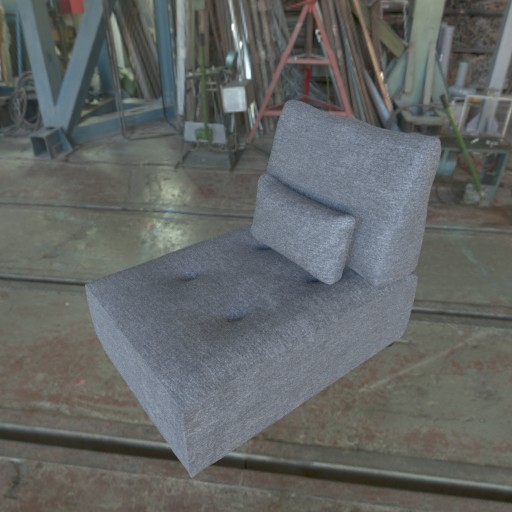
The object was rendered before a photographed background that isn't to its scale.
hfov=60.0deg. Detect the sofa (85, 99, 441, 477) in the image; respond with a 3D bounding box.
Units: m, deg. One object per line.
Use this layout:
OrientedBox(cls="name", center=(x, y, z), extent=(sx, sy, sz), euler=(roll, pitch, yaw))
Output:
OrientedBox(cls="sofa", center=(0.000, 0.000, 1.535), extent=(1.000, 0.820, 0.700), euler=(-22, 38, -31))
